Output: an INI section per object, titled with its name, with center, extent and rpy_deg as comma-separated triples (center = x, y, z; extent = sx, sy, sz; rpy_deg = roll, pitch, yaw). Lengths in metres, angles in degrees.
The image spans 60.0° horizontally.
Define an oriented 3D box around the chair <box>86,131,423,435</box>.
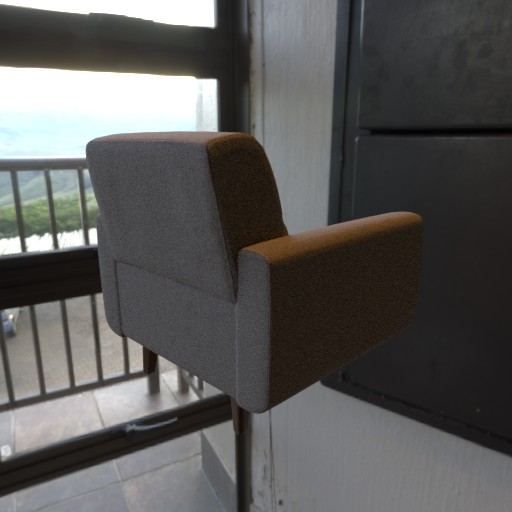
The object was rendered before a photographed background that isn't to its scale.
[chair]
center = 0.000, 0.000, 1.556
extent = 0.831, 0.839, 0.907
rpy_deg = 14, 21, 42
